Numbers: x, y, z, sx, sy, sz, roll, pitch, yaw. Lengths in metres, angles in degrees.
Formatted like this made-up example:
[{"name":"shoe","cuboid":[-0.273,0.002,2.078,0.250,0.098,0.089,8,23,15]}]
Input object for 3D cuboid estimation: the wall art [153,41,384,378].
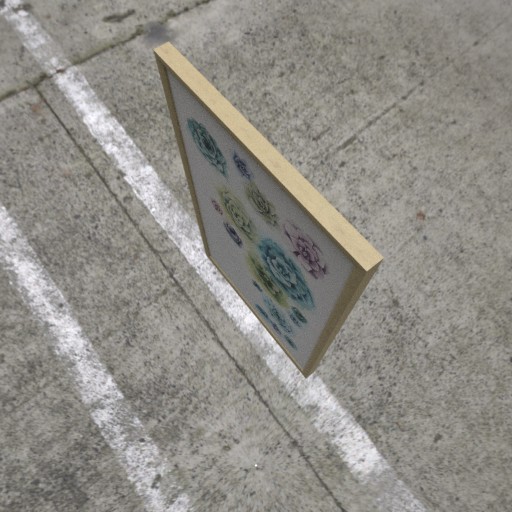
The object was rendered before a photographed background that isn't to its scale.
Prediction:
[{"name":"wall art","cuboid":[0.000,0.000,1.021,0.039,0.810,0.510,-35,70,-15]}]
